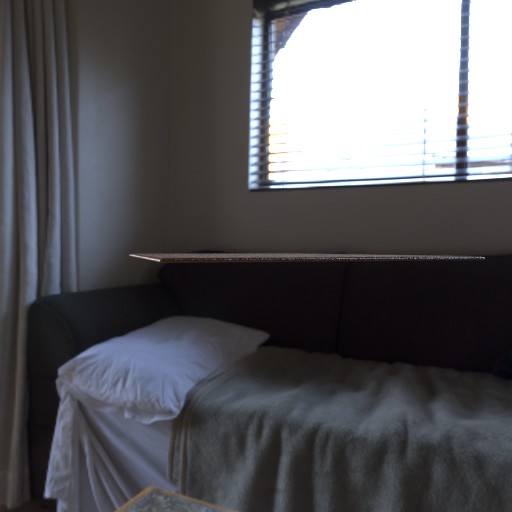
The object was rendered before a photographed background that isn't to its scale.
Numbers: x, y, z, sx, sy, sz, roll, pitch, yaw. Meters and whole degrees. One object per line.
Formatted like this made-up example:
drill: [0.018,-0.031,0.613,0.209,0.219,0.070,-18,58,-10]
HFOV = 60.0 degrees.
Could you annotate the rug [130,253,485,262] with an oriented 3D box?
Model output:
rug: [0.000,0.000,2.233,1.148,0.013,1.758,0,1,-19]
